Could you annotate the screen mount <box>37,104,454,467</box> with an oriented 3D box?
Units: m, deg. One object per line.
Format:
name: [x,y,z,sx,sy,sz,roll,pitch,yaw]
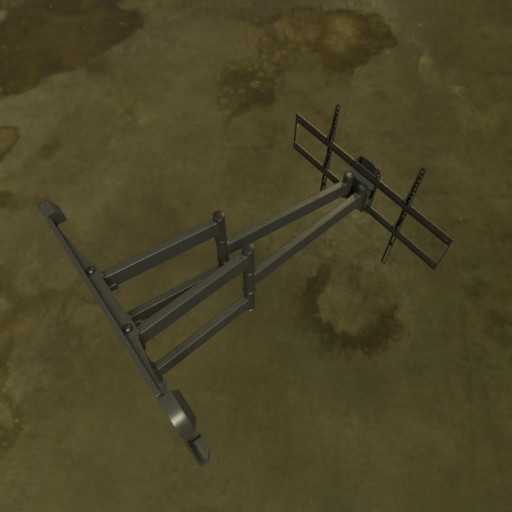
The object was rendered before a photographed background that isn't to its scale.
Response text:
screen mount: [0.000,0.000,1.339,0.905,0.483,0.725,-32,62,-20]
